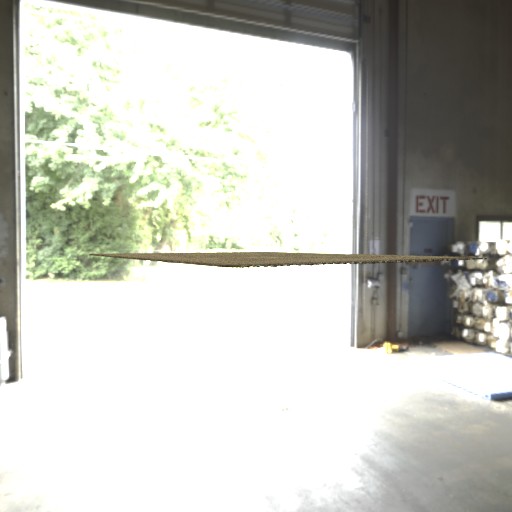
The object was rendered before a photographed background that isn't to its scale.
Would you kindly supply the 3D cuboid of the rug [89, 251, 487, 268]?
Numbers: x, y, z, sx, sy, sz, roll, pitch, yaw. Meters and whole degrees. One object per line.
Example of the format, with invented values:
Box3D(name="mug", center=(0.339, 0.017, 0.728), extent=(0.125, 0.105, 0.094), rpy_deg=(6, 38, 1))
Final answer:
Box3D(name="rug", center=(0.000, 0.000, 4.344), extent=(2.431, 0.017, 3.291), rpy_deg=(-1, 2, -34))
